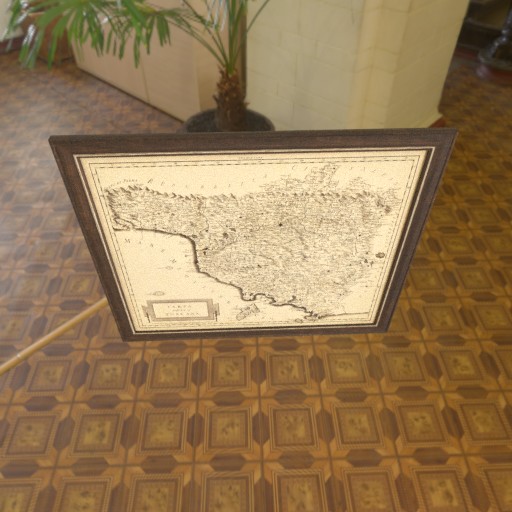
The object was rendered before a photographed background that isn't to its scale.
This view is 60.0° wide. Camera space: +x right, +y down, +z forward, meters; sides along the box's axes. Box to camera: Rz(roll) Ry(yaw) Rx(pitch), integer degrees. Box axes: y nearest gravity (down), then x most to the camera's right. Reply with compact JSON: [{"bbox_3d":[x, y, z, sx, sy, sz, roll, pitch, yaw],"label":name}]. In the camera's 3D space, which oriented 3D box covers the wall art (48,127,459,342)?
[{"bbox_3d":[0.000,0.000,1.430,1.033,0.875,0.023,-2,45,-2],"label":"wall art"}]
